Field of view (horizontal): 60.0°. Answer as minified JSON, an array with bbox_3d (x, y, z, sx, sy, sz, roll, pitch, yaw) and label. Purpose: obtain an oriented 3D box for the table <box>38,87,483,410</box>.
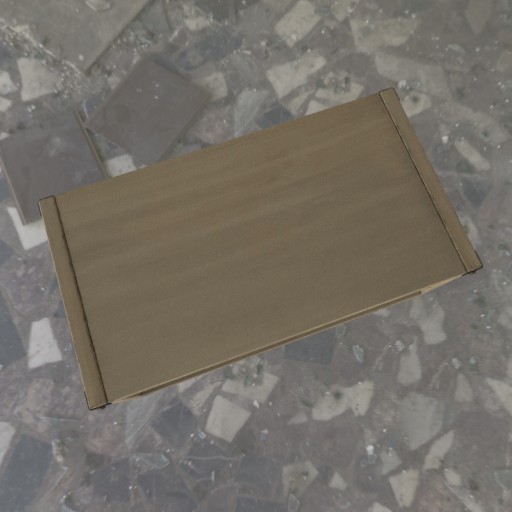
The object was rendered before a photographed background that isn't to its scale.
[{"bbox_3d":[0.000,0.000,1.336,1.016,0.456,0.559,-19,76,-5],"label":"table"}]
